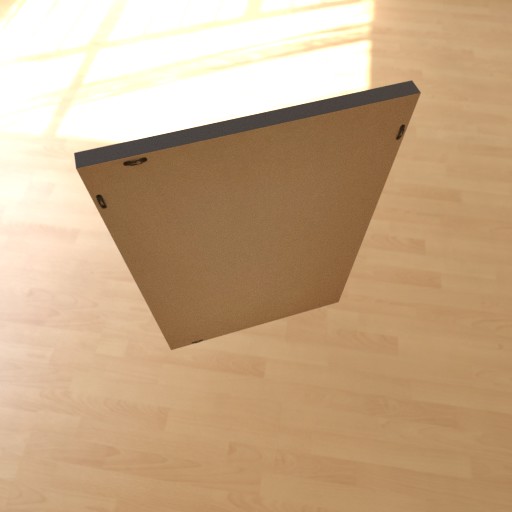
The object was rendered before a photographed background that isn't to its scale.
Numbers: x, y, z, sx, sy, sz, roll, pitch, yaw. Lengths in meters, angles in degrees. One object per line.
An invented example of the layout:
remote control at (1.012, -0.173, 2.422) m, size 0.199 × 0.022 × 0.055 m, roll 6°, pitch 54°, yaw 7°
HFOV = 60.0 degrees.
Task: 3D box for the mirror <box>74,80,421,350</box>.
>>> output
mirror at (0.000, 0.000, 1.153) m, size 0.609 × 0.915 × 0.040 m, roll -15°, pitch 61°, yaw -8°
